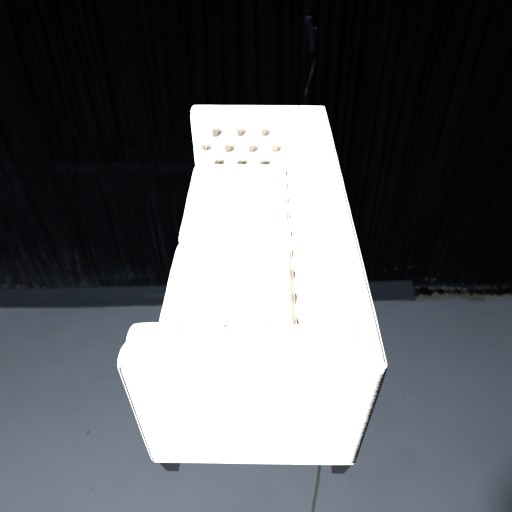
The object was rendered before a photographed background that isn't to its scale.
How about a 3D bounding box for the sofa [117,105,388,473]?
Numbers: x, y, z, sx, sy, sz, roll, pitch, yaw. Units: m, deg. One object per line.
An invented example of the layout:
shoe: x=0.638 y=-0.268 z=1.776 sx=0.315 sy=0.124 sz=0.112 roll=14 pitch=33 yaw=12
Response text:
sofa: x=0.000 y=0.000 z=2.150 sx=0.775 sy=0.762 sz=1.778 roll=1 pitch=42 yaw=1
